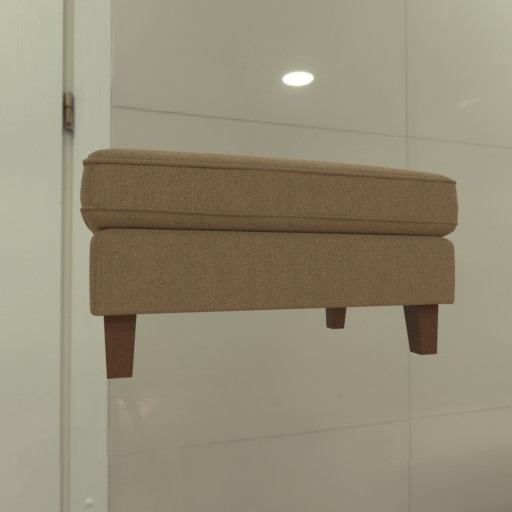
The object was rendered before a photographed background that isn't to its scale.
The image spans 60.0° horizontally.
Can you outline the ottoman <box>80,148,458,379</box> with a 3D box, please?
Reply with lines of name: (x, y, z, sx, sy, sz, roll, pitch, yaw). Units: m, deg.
ottoman: (0.000, 0.000, 1.295, 0.945, 0.521, 0.636, 0, -1, -18)
